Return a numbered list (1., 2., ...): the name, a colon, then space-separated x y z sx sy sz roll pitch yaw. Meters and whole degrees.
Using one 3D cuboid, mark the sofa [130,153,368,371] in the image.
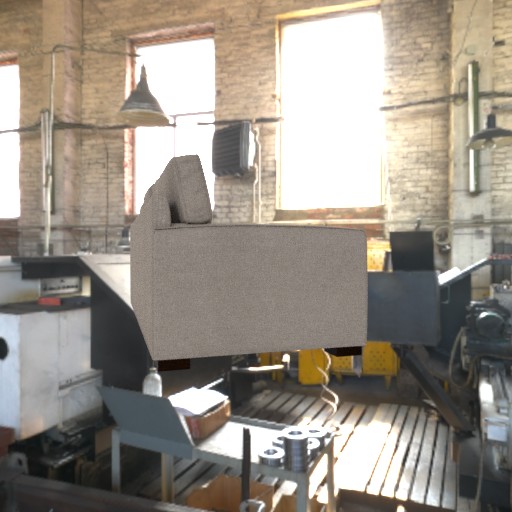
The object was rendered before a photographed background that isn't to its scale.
1. sofa: 0.000 0.000 2.881 1.496 0.861 2.087 0 0 -18
